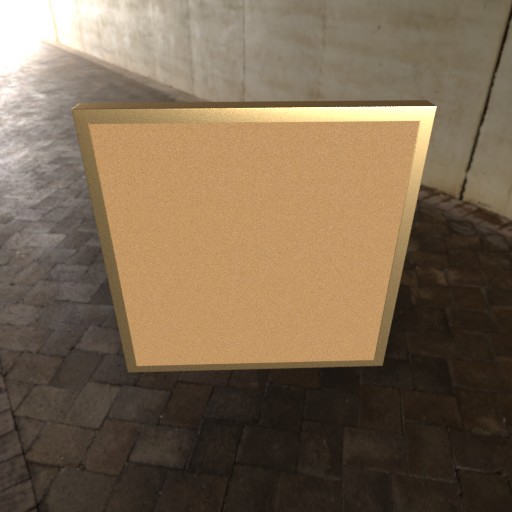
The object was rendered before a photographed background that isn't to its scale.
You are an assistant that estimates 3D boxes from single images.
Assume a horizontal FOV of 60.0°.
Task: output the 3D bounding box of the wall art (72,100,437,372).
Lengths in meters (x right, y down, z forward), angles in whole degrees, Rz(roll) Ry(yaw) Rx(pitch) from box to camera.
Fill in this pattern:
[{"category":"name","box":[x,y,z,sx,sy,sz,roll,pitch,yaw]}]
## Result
[{"category":"wall art","box":[0.000,0.000,0.460,0.305,0.305,0.023,-1,32,-2]}]
